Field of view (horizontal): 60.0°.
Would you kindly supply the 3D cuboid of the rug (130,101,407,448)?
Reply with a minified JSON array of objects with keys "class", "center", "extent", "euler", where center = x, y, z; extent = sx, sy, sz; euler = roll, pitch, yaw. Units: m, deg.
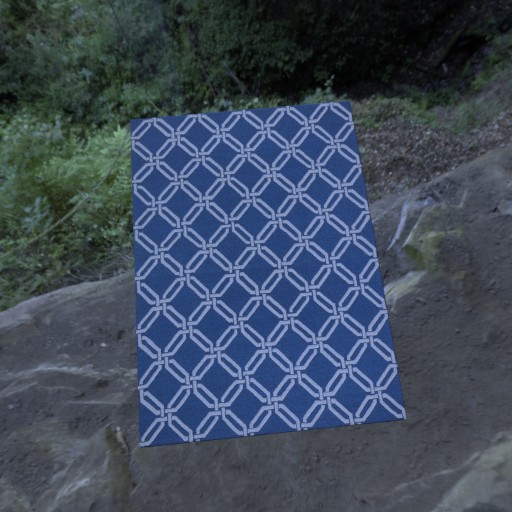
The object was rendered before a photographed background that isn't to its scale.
[{"class":"rug","center":[0.000,0.000,4.440],"extent":[2.432,0.018,3.342],"euler":[-5,75,-2]}]
